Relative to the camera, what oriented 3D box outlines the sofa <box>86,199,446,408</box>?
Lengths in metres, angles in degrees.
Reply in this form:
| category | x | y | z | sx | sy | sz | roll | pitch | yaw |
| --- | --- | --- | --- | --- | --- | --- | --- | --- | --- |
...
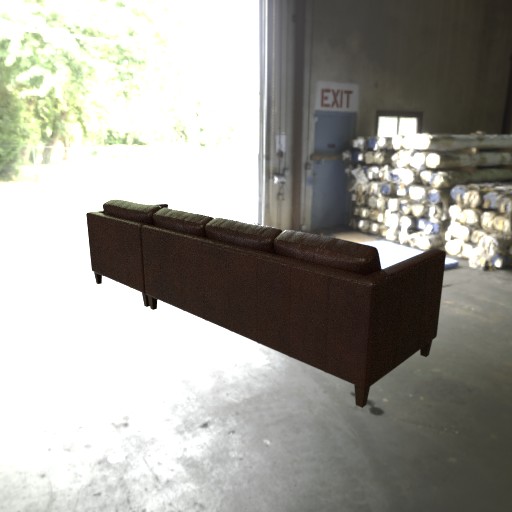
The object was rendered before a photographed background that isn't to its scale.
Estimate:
| category | x | y | z | sx | sy | sz | roll | pitch | yaw |
| --- | --- | --- | --- | --- | --- | --- | --- | --- | --- |
| sofa | 0.000 | 0.000 | 3.941 | 3.203 | 0.883 | 1.581 | 14 | 20 | 42 |
